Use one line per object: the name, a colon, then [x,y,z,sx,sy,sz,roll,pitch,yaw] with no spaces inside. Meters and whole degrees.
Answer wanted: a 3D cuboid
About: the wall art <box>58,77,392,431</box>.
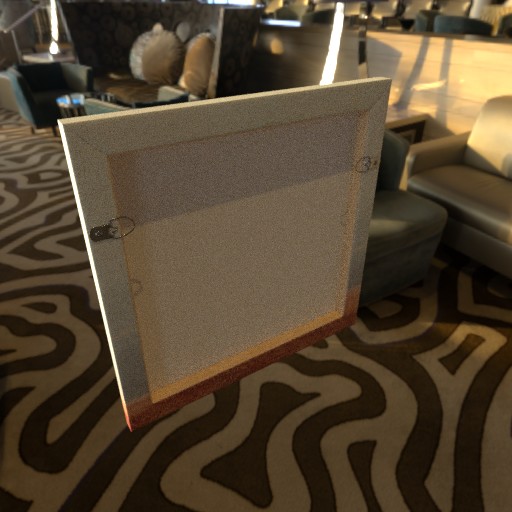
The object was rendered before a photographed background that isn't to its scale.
wall art: [0.000,0.000,0.871,0.605,0.605,0.034,-19,36,-28]
